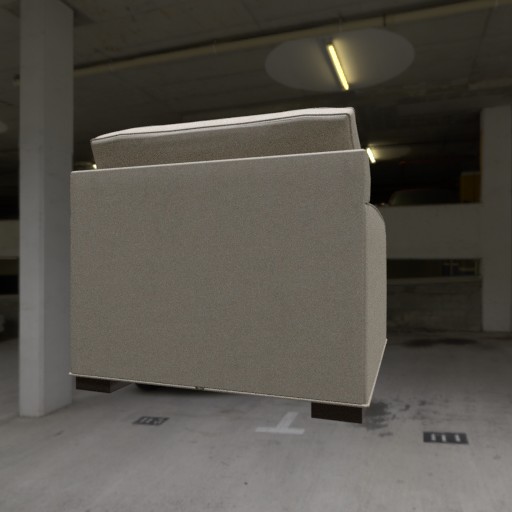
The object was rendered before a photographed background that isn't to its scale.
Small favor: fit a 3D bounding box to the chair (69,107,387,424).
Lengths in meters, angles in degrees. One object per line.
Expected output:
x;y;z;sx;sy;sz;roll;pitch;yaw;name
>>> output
0.000;0.000;1.834;0.998;0.913;1.043;0;0;19;chair
